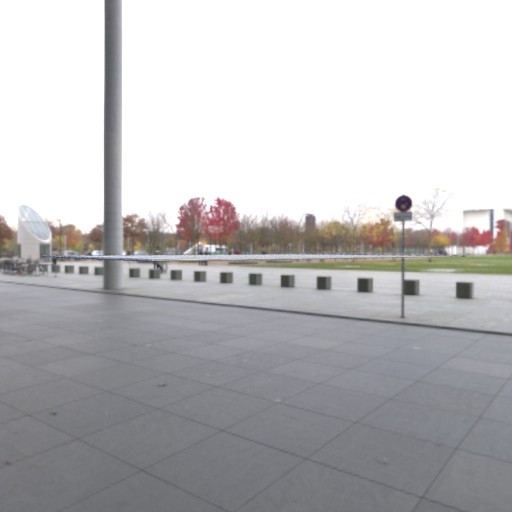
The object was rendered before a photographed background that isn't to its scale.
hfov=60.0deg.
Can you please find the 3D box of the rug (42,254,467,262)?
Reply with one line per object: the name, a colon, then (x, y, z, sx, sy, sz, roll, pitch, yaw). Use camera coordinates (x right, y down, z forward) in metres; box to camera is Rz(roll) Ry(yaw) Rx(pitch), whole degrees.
rug: (0.000, 0.000, 4.358, 3.416, 0.016, 2.471, -1, 1, -37)
